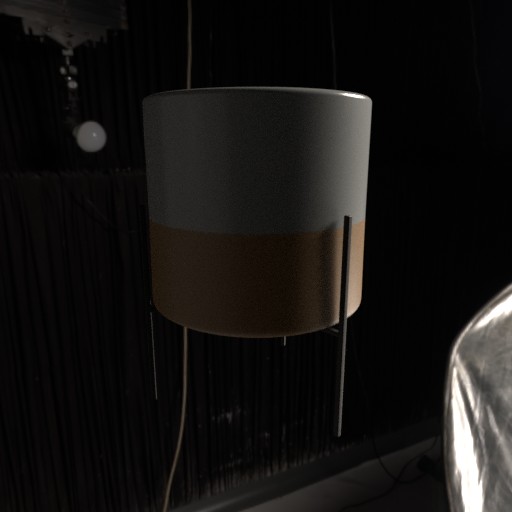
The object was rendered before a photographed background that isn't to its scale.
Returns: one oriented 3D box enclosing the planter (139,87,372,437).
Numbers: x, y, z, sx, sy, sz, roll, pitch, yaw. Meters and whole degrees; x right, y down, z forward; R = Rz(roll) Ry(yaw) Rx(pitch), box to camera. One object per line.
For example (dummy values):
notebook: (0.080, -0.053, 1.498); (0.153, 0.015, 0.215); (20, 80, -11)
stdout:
planter: (0.000, 0.000, 0.646); (0.310, 0.432, 0.310); (-7, 16, -26)
